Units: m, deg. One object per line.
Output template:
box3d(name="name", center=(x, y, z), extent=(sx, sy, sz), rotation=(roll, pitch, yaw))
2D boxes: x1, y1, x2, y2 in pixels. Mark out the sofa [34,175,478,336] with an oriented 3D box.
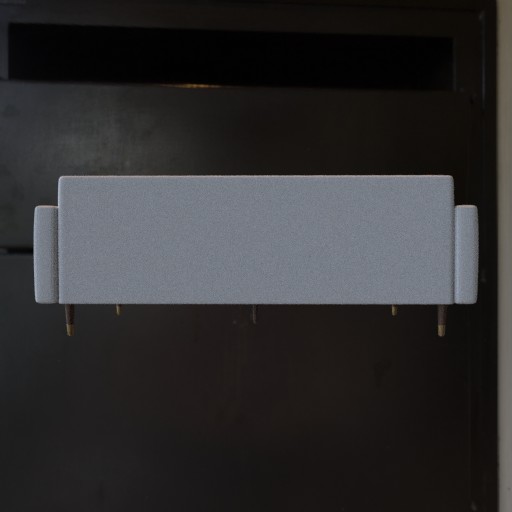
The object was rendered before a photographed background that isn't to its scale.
box3d(name="sofa", center=(0.000, 0.000, 2.700), extent=(2.291, 0.821, 0.990), rotation=(0, 0, 1))
